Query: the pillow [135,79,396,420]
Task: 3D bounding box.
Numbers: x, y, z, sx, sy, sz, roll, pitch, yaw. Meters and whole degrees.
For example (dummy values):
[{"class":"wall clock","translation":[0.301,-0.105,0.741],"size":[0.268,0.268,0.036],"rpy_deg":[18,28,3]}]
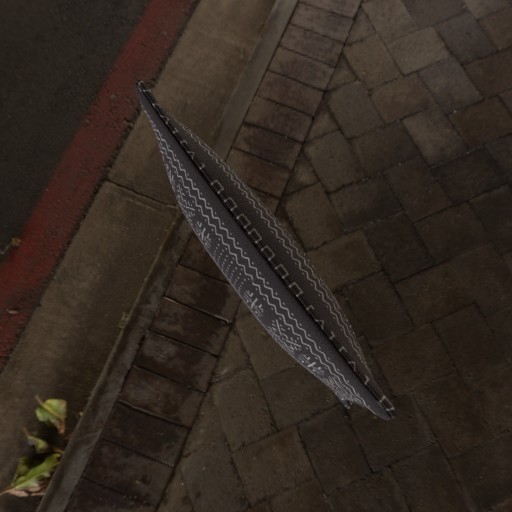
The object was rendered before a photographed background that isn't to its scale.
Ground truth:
[{"class":"pillow","translation":[0.000,0.000,0.817],"size":[0.135,0.322,0.667],"rpy_deg":[-35,78,-9]}]
